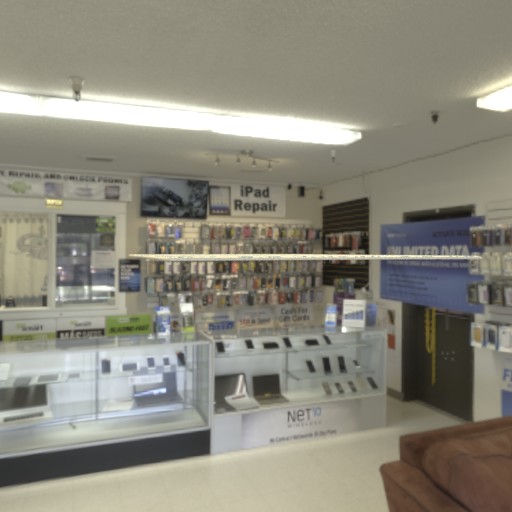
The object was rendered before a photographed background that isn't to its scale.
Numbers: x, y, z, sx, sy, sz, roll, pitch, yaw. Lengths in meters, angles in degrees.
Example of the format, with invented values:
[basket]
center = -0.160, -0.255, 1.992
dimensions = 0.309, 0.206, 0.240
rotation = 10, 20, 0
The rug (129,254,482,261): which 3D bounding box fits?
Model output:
[rug]
center = 0.000, 0.000, 3.569
dimensions = 1.819, 0.018, 2.746
rotation = 0, 0, -19
